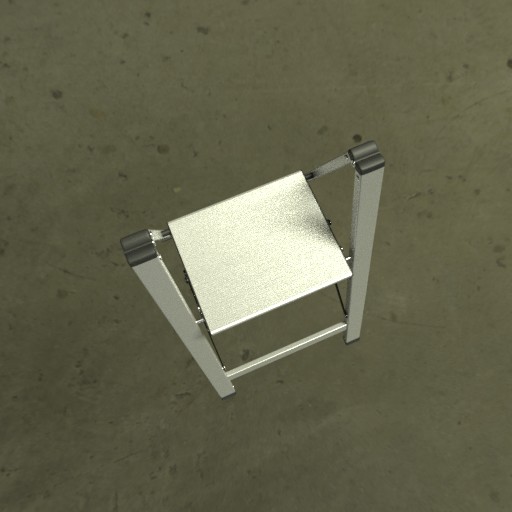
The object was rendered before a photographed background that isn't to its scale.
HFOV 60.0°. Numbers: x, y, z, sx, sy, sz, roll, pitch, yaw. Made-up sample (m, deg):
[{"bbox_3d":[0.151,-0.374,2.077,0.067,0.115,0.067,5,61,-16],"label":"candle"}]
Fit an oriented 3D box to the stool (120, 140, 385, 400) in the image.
[{"bbox_3d":[0.000,0.000,1.013,0.440,0.670,0.535,-22,76,-6],"label":"stool"}]
